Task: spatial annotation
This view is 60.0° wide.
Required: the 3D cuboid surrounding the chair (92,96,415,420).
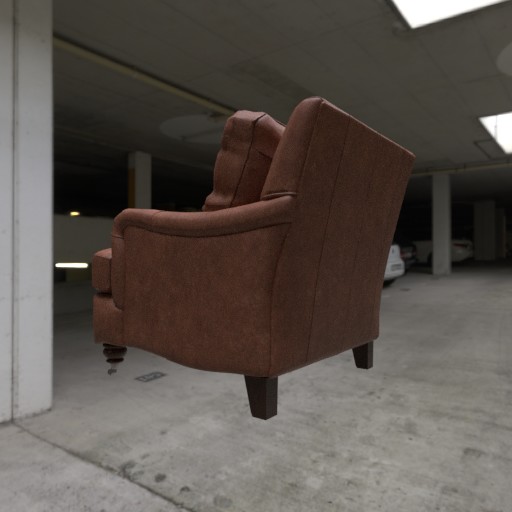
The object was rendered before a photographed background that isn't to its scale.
[{"bbox_3d":[0.000,0.000,1.983,1.158,1.055,0.986,0,-1,37],"label":"chair"}]
